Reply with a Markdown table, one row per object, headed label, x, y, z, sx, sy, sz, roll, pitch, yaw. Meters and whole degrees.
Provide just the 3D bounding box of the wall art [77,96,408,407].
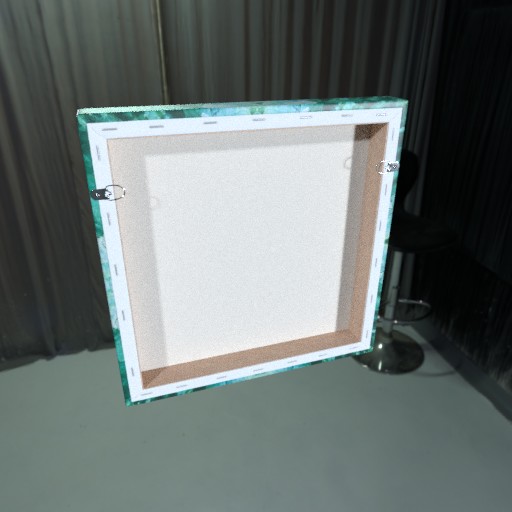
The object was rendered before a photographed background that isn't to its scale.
| label | x | y | z | sx | sy | sz | roll | pitch | yaw |
| --- | --- | --- | --- | --- | --- | --- | --- | --- | --- |
| wall art | 0.000 | 0.000 | 0.479 | 0.313 | 0.313 | 0.033 | -8 | 27 | -16 |
